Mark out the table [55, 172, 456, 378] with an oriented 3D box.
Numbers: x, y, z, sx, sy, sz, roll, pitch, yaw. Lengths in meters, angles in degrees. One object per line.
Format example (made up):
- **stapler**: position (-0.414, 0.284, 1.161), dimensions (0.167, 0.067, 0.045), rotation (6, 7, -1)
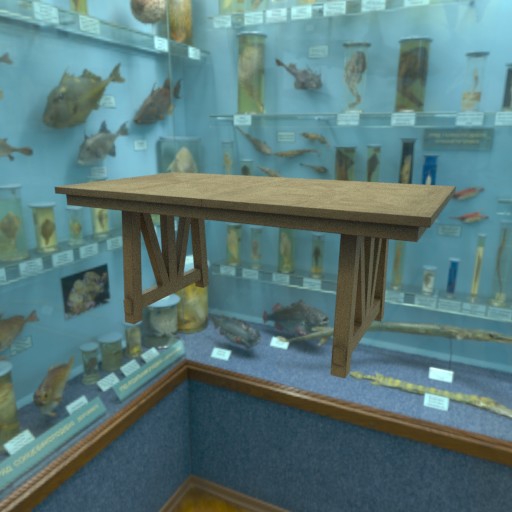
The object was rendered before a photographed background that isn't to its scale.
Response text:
- **table**: position (0.000, 0.000, 2.463), dimensions (1.881, 0.768, 1.016), rotation (8, 18, 27)
